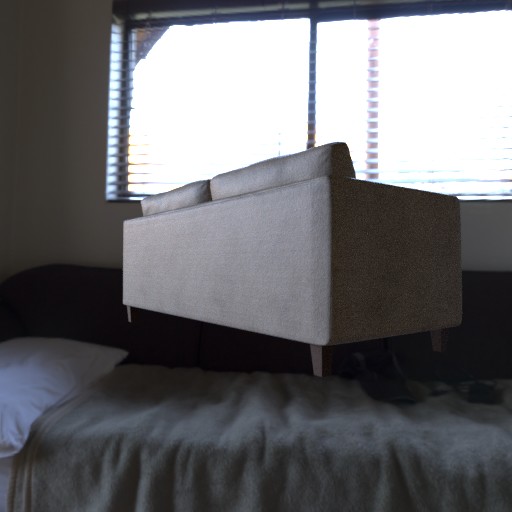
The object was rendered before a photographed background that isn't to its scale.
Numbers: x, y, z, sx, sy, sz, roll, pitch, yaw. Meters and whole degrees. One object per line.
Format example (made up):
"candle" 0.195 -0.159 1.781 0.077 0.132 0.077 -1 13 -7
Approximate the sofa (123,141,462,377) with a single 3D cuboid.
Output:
"sofa" 0.000 0.000 2.772 0.951 0.965 2.208 1 -1 -36
